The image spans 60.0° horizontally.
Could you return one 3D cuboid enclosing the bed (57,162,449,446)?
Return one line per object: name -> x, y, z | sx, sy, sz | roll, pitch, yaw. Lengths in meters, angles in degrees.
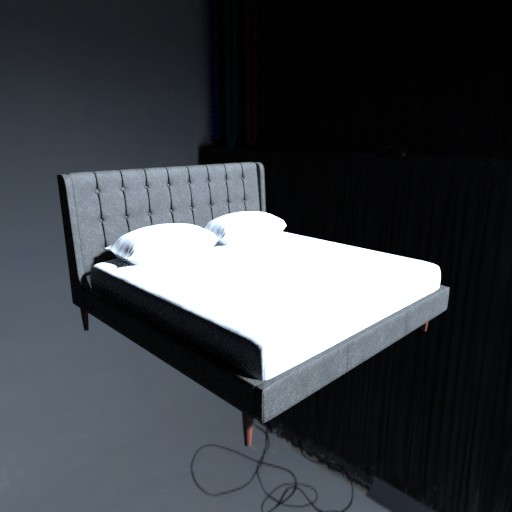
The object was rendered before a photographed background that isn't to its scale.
bed -> 0.000, 0.000, 2.550 | 1.531, 0.933, 1.638 | -15, 21, -42
